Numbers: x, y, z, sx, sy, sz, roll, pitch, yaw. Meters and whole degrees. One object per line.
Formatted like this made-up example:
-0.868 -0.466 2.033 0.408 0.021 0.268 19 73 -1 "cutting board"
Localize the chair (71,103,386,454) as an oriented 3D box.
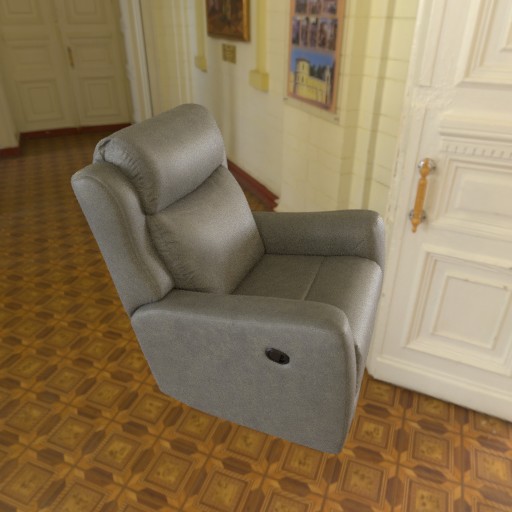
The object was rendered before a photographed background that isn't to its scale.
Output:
0.000 0.000 1.922 1.068 1.116 0.965 11 32 18 "chair"
